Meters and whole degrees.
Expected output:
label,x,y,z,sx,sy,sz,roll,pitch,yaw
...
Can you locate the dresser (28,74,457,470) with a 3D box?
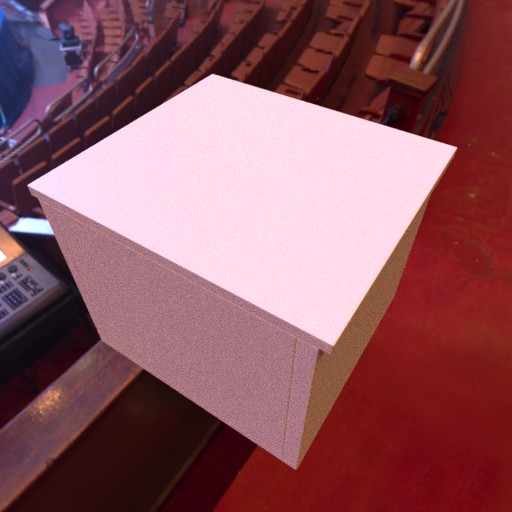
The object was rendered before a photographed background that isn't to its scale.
label,x,y,z,sx,sy,sz,roll,pitch,yaw
dresser,0.000,0.000,0.724,0.430,0.360,0.400,25,51,22
